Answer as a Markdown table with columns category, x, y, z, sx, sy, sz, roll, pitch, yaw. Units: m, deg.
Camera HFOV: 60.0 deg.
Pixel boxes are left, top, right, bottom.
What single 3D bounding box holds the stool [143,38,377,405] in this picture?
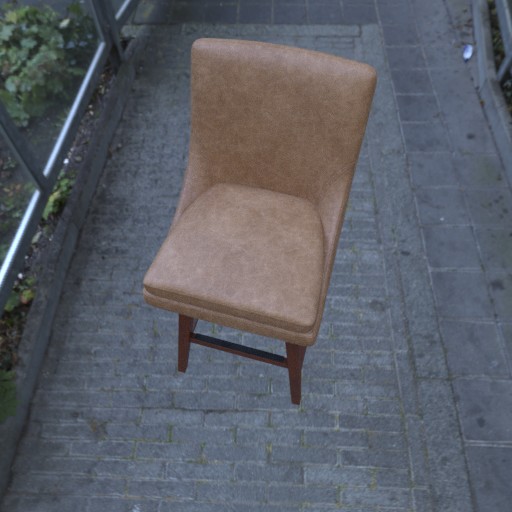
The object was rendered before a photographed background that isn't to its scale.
| category | x | y | z | sx | sy | sz | roll | pitch | yaw |
| --- | --- | --- | --- | --- | --- | --- | --- | --- | --- |
| stool | 0.000 | 0.000 | 1.388 | 0.487 | 1.079 | 0.572 | 13 | 58 | 8 |
